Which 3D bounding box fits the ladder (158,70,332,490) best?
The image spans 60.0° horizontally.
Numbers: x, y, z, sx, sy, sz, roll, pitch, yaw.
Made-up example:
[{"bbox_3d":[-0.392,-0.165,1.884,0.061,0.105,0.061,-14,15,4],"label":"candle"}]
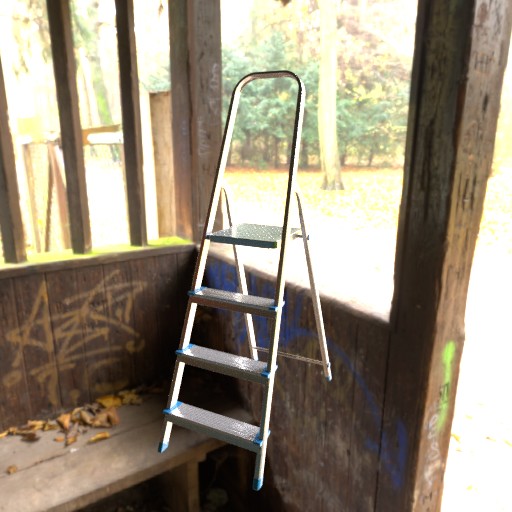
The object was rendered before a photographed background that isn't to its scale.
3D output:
[{"bbox_3d":[0.000,0.000,1.811,0.445,1.434,0.842,7,17,26],"label":"ladder"}]
